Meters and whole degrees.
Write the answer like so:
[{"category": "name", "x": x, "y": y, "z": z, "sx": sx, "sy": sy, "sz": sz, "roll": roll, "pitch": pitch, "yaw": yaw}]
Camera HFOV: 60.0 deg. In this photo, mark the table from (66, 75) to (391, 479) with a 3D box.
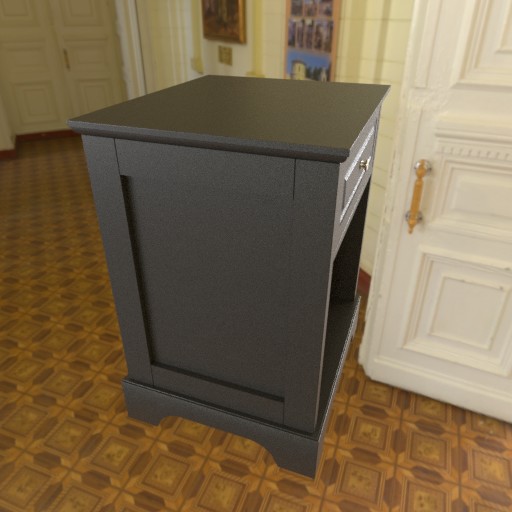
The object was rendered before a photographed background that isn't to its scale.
[{"category": "table", "x": 0.000, "y": 0.000, "z": 0.900, "sx": 0.399, "sy": 0.610, "sz": 0.460, "roll": 11, "pitch": 32, "yaw": 18}]
